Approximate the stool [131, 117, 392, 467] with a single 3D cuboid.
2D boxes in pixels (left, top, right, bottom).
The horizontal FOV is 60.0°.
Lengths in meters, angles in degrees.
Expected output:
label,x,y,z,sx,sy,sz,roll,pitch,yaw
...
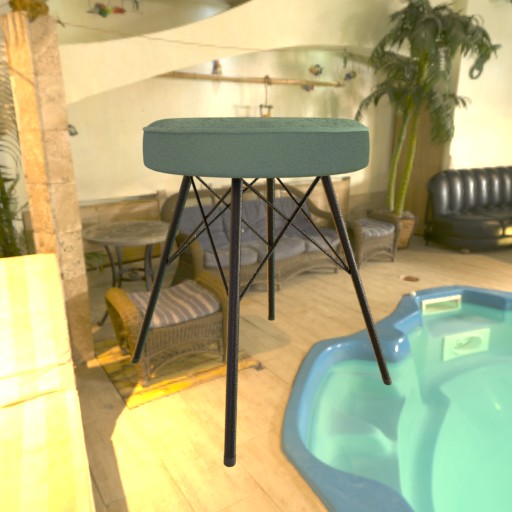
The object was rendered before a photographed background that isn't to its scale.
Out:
label,x,y,z,sx,sy,sz,roll,pitch,yaw
stool,0.000,0.000,0.878,0.457,0.519,0.458,-8,18,-26
